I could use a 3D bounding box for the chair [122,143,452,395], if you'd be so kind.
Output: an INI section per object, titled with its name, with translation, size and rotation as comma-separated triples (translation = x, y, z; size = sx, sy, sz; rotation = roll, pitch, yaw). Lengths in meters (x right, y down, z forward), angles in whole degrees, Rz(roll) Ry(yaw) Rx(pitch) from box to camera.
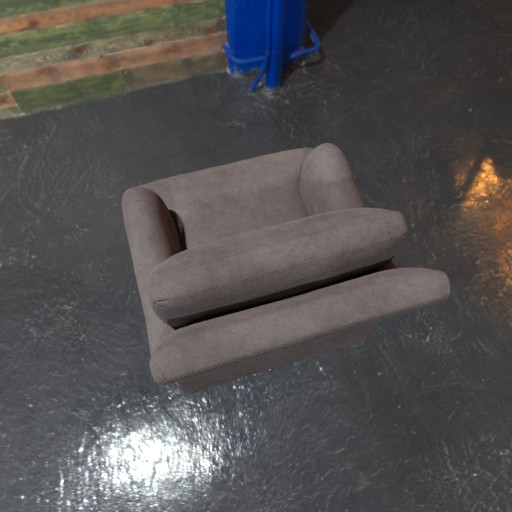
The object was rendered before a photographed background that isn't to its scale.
[chair]
translation = 0.000, 0.000, 1.835
size = 0.955, 0.997, 1.070
rotation = -15, 61, -9
